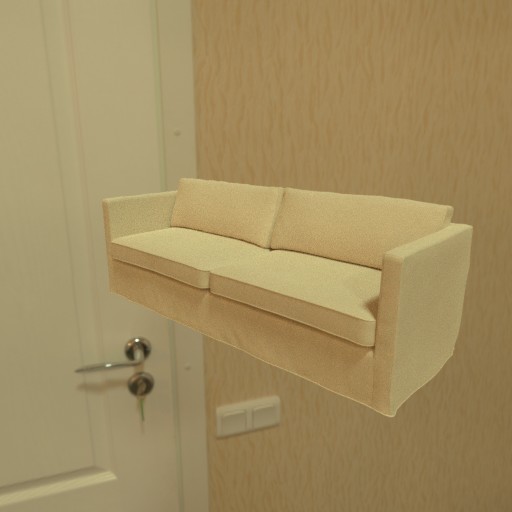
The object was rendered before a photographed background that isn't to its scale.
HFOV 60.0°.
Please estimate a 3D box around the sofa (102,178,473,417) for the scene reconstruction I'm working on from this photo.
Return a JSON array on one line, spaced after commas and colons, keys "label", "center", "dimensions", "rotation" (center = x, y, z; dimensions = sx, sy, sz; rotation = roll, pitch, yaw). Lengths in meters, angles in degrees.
[{"label": "sofa", "center": [0.000, 0.000, 3.367], "dimensions": [2.779, 0.999, 1.036], "rotation": [14, 21, 41]}]
